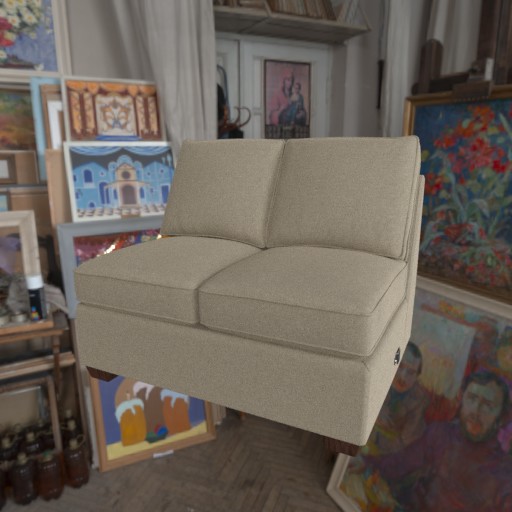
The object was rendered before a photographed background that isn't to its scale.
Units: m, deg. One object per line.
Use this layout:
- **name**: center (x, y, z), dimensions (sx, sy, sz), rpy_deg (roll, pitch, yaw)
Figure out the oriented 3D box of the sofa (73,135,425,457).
- **sofa**: center (0.000, 0.000, 1.914), dimensions (1.237, 1.008, 0.951), rpy_deg (7, 15, 26)
